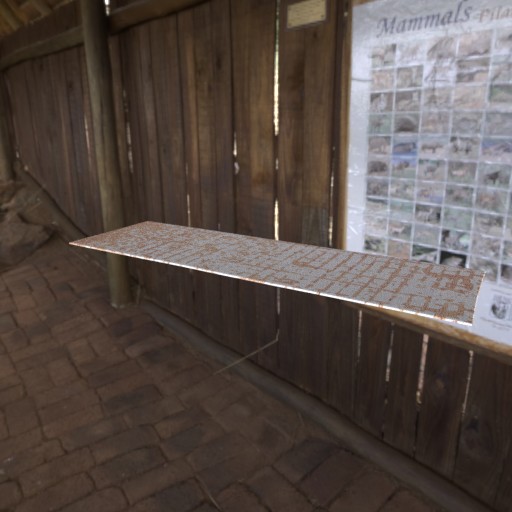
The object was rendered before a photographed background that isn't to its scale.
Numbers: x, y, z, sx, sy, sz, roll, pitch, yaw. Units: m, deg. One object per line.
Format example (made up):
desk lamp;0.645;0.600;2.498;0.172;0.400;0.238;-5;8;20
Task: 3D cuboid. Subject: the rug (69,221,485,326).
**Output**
rug;0.000;0.000;2.669;2.435;0.011;0.750;10;20;29
